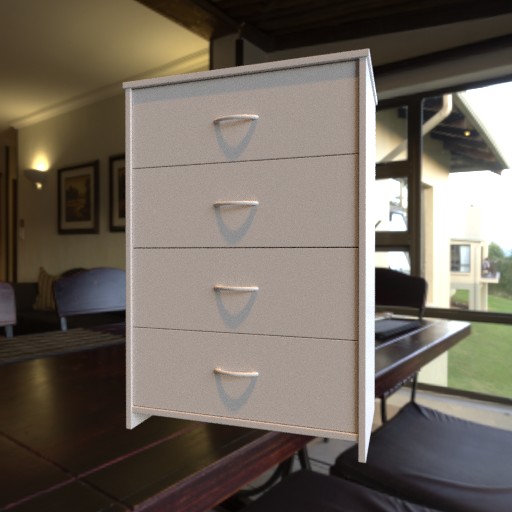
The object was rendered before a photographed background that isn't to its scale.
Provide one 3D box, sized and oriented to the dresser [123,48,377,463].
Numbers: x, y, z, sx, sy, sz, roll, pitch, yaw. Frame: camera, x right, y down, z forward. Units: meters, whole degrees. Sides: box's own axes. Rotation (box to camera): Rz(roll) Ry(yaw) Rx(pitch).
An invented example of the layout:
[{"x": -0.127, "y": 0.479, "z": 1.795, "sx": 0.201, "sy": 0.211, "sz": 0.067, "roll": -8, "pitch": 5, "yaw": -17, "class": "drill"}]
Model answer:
[{"x": 0.000, "y": 0.000, "z": 1.375, "sx": 0.704, "sy": 1.021, "sz": 0.401, "roll": 0, "pitch": 1, "yaw": 18, "class": "dresser"}]
